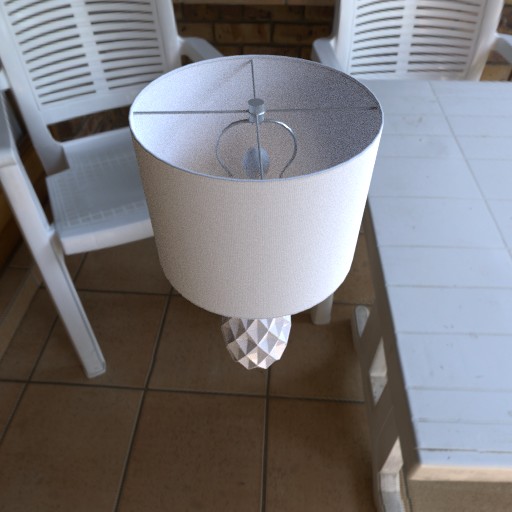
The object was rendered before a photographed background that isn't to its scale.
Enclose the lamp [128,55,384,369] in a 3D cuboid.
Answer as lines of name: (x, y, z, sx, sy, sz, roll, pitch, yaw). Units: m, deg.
lamp: (0.000, 0.000, 0.709, 0.297, 0.522, 0.297, 0, 46, 0)
